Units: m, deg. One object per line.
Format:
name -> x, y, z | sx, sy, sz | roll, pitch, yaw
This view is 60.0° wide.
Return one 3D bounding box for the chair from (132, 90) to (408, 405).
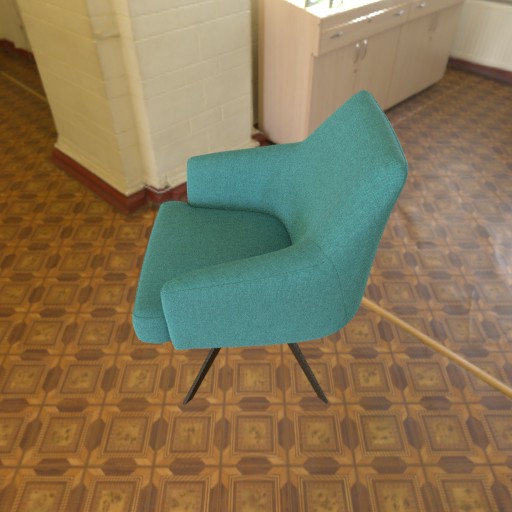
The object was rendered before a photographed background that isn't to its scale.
chair -> 0.000, 0.000, 1.359 | 0.677, 0.874, 0.642 | 0, 42, 0
